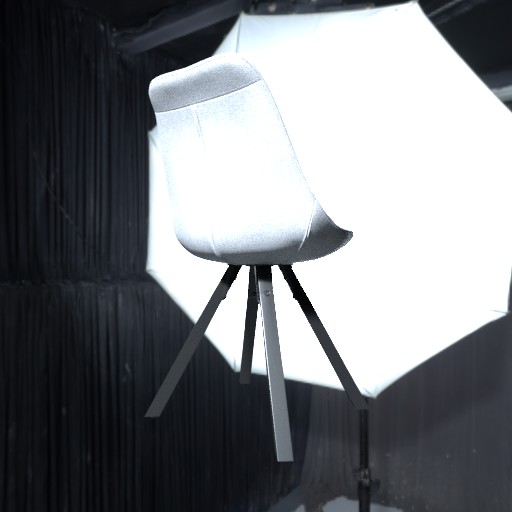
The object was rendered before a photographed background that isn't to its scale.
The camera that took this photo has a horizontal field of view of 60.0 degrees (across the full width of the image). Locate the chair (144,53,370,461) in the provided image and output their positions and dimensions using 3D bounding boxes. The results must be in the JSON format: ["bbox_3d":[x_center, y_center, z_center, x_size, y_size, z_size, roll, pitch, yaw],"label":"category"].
[{"bbox_3d":[0.000,0.000,1.191,0.485,0.850,0.550,0,0,36],"label":"chair"}]
